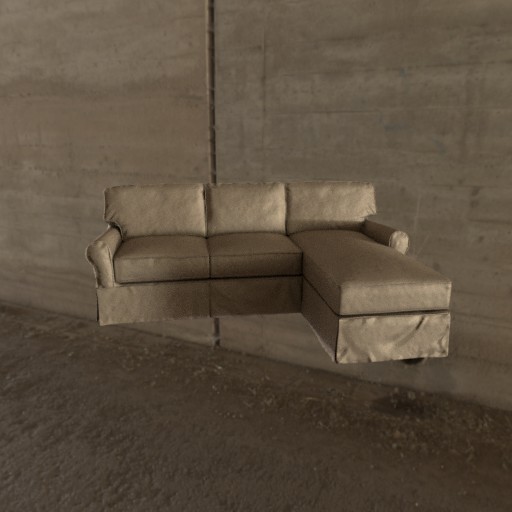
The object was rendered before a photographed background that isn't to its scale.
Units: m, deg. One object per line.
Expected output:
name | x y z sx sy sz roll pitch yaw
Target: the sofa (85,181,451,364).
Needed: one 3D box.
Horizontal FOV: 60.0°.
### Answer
sofa | 0.000 0.000 3.357 2.475 0.978 1.733 -2 15 -8
